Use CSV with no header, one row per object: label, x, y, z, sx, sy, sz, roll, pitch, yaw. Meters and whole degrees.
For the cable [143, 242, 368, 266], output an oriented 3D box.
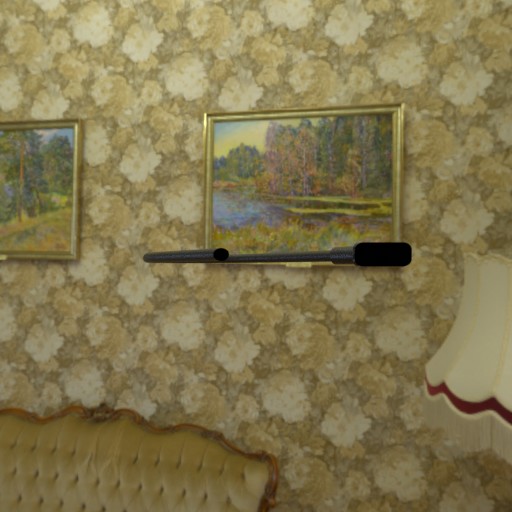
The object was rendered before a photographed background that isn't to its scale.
cable,0.000,0.000,0.114,0.040,0.006,0.098,1,-2,-36
